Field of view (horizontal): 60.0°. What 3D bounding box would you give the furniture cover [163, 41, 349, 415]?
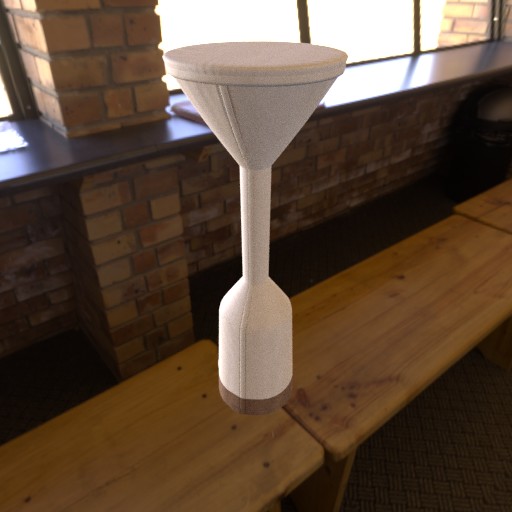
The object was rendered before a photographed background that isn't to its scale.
[{"bbox_3d":[0.000,0.000,2.855,0.914,2.413,0.914,11,34,16],"label":"furniture cover"}]
